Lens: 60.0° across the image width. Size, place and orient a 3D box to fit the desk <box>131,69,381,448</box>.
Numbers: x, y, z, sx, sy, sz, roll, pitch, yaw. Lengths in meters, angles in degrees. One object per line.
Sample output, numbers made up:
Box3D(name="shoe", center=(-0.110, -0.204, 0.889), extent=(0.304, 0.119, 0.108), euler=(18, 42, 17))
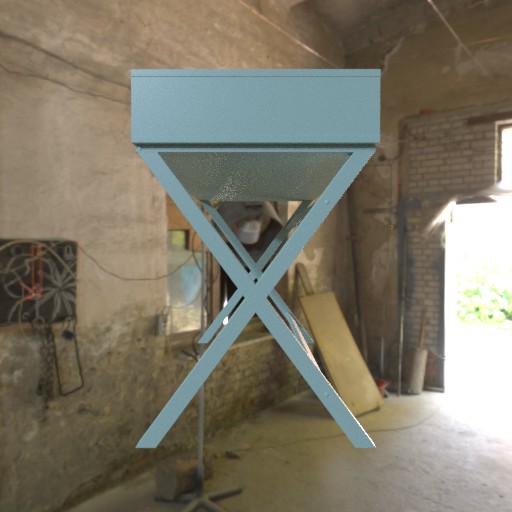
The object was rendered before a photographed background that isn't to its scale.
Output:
Box3D(name="desk", center=(0.000, 0.000, 1.432), extent=(0.509, 0.780, 1.059), euler=(0, 1, 0))
